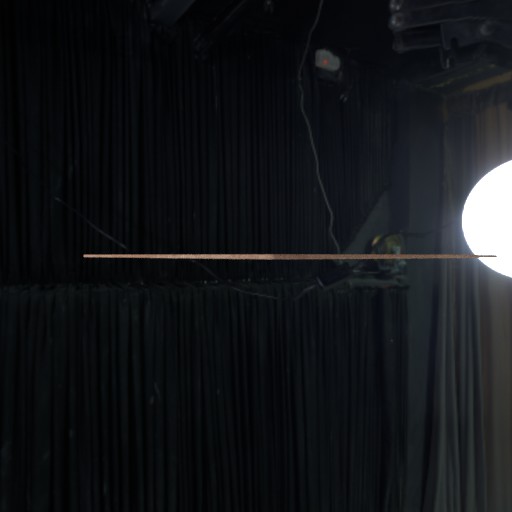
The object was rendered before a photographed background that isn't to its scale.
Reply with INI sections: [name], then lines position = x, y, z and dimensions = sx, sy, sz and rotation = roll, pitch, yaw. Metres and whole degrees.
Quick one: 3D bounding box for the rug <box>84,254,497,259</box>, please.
[rug]
position = 0.000, 0.000, 2.270
dimensions = 1.219, 0.014, 1.829
rotation = 0, 0, -36
